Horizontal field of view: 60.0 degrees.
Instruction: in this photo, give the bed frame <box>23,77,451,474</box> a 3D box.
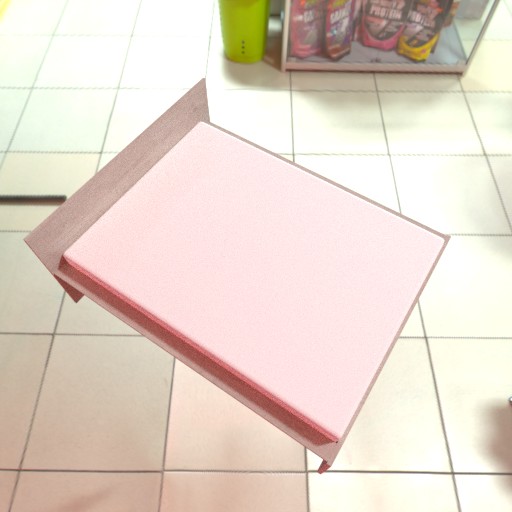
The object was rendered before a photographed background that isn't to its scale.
[{"bbox_3d":[0.000,0.000,2.817,1.960,0.800,1.622,30,63,17],"label":"bed frame"}]
